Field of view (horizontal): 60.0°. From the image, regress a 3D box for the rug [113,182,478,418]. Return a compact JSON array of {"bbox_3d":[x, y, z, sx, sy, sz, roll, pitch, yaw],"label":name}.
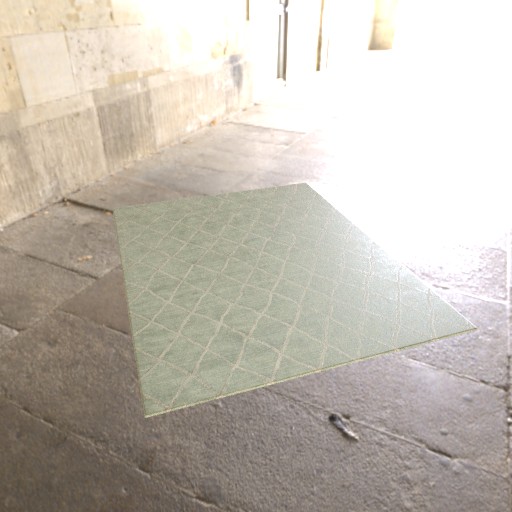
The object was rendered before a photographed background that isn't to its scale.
[{"bbox_3d":[0.000,0.000,4.163,2.420,0.019,3.039,-10,33,-16],"label":"rug"}]
